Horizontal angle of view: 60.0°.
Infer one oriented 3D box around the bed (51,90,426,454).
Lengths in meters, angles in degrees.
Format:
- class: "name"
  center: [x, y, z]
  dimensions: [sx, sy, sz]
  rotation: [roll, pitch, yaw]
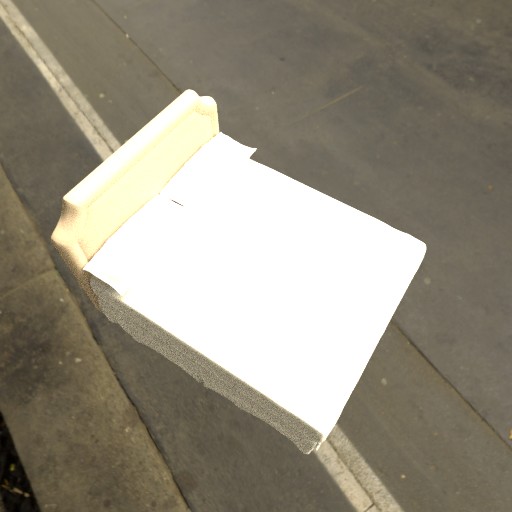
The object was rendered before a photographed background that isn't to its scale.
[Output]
- class: "bed"
  center: [0.000, 0.000, 3.972]
  dimensions: [2.548, 1.524, 2.134]
  rotation: [29, 62, 17]
